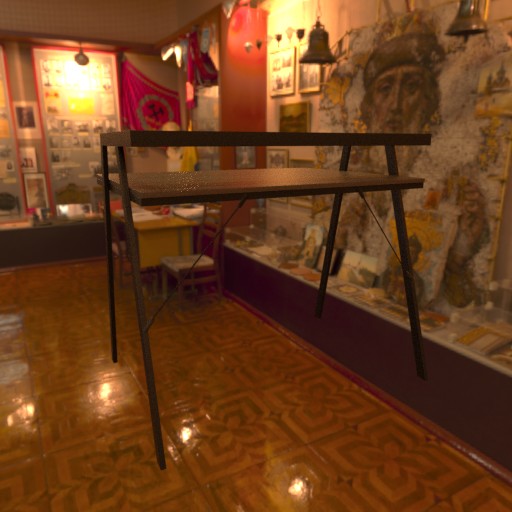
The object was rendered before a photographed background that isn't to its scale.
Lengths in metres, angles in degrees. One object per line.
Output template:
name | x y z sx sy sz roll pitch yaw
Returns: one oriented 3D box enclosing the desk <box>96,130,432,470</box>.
desk | 0.000 0.000 1.881 1.143 0.998 0.936 -7 16 -27
